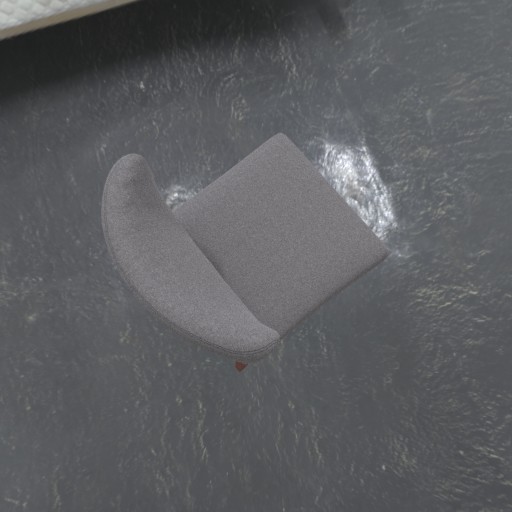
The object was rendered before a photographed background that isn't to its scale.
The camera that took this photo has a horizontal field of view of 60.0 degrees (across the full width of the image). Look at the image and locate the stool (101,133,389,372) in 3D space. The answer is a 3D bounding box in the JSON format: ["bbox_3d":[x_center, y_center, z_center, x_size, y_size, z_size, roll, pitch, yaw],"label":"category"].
[{"bbox_3d":[0.000,0.000,1.277,0.568,0.968,0.481,-38,79,-9],"label":"stool"}]
